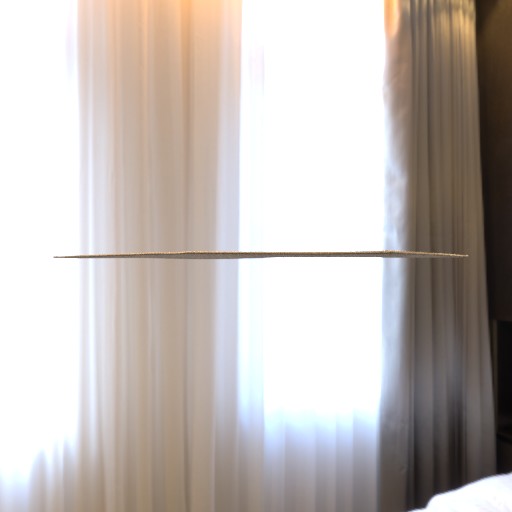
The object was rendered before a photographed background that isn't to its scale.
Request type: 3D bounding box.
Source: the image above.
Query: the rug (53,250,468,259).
[{"bbox_3d":[0.000,0.000,2.239,1.773,0.021,1.149,-1,-1,35],"label":"rug"}]
